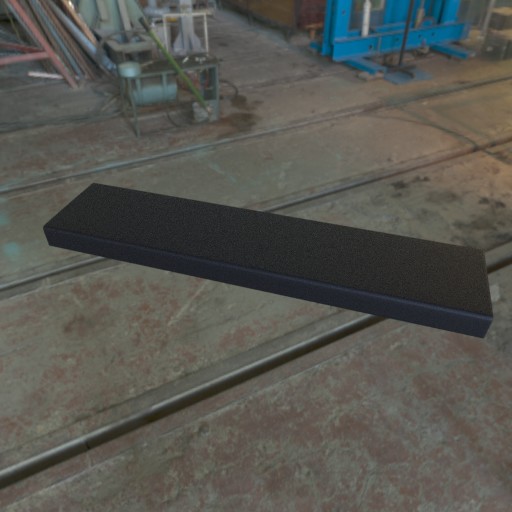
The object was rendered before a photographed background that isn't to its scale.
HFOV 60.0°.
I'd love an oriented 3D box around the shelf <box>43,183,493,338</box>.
[{"bbox_3d":[0.000,0.000,0.483,0.456,0.053,0.102,11,41,13],"label":"shelf"}]
